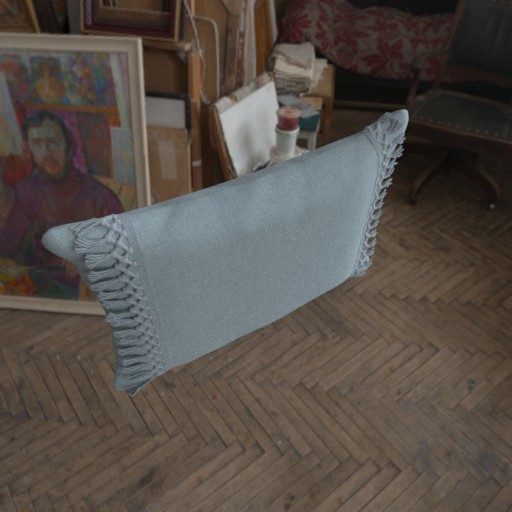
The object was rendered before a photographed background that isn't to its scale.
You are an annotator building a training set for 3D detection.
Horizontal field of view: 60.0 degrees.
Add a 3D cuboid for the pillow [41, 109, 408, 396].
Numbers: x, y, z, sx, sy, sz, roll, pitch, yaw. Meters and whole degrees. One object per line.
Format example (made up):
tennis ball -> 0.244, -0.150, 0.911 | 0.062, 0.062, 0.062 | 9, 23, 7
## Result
pillow -> 0.000, 0.000, 0.598 | 0.466, 0.305, 0.084 | -23, 50, -21
